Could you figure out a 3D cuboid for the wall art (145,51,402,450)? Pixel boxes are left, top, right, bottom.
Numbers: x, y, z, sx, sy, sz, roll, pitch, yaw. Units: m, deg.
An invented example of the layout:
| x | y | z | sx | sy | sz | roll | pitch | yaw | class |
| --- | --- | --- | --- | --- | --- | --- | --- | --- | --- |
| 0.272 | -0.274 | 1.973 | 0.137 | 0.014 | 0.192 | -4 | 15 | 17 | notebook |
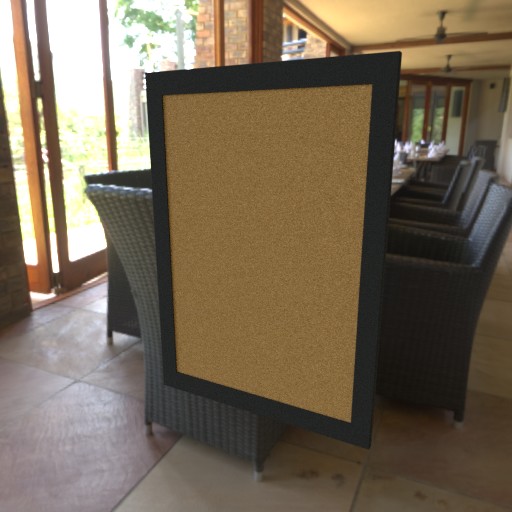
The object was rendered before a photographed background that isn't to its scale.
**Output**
| x | y | z | sx | sy | sz | roll | pitch | yaw | class |
| --- | --- | --- | --- | --- | --- | --- | --- | --- | --- |
| 0.000 | 0.000 | 0.657 | 0.374 | 0.529 | 0.012 | 8 | 17 | 27 | wall art |
